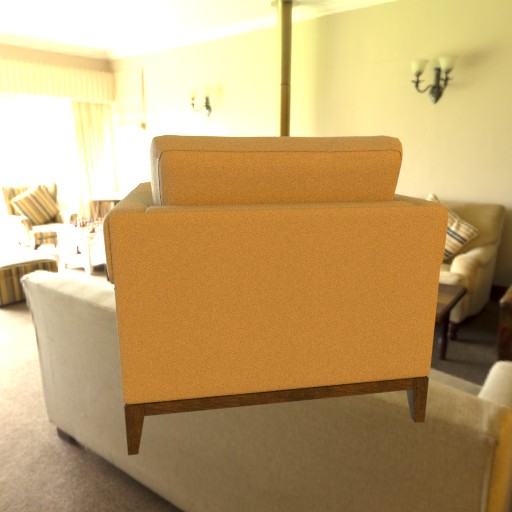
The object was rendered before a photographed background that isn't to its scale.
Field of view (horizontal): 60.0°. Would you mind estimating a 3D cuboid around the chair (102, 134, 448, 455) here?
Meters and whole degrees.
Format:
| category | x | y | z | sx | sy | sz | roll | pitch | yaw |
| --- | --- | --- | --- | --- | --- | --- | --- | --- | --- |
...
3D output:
| category | x | y | z | sx | sy | sz | roll | pitch | yaw |
| --- | --- | --- | --- | --- | --- | --- | --- | --- | --- |
| chair | 0.000 | 0.000 | 1.624 | 0.914 | 0.838 | 0.959 | -2 | 14 | -10 |
